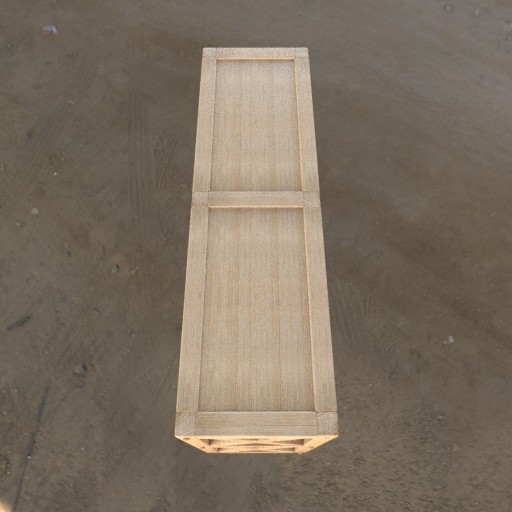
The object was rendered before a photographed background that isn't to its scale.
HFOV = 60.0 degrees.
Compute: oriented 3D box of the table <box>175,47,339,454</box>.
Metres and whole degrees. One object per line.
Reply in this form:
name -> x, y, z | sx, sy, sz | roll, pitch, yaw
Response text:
table -> 0.000, 0.000, 1.653 | 0.381, 0.762, 1.320 | 0, 63, 0
